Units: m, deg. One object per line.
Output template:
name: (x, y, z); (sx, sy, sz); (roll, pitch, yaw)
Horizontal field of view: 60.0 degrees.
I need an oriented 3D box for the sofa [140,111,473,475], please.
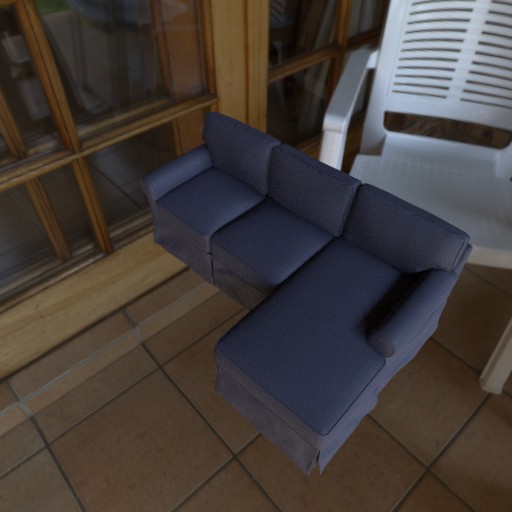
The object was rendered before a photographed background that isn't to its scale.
sofa: (0.000, 0.000, 3.350); (2.518, 1.039, 1.637); (33, 55, 28)
